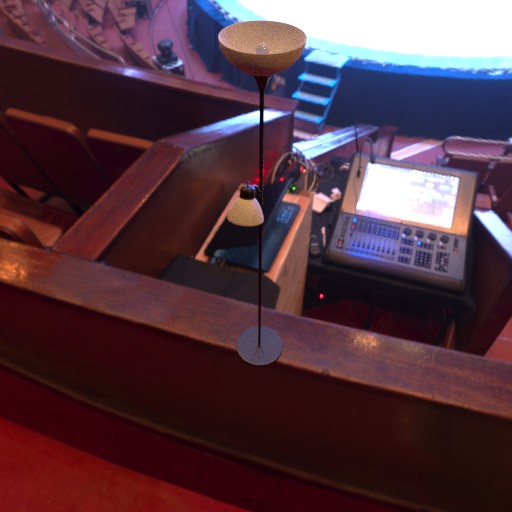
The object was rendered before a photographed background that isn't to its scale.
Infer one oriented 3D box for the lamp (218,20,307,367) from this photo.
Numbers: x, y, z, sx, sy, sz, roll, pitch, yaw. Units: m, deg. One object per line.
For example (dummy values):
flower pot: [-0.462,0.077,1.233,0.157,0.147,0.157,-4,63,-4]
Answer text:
lamp: [0.000,0.000,1.965,0.279,1.804,0.442,10,48,9]
